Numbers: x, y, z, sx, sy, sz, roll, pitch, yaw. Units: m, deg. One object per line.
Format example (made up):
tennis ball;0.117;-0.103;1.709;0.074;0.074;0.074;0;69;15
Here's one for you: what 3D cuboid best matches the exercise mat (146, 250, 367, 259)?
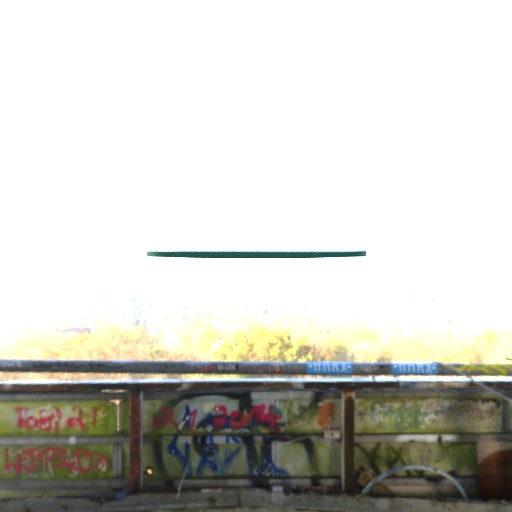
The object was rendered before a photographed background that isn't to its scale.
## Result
exercise mat;0.000;0.000;2.110;0.616;0.021;1.869;0;-1;0
